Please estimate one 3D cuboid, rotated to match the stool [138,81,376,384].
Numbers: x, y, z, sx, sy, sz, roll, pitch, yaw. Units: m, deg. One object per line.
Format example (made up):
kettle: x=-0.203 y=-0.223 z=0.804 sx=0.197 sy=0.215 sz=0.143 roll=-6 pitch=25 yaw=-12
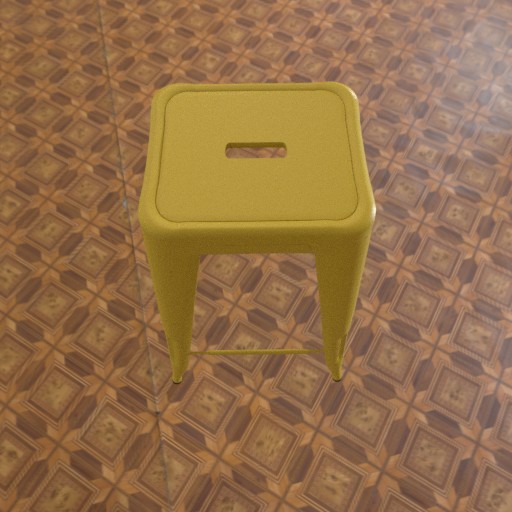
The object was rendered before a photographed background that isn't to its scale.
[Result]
stool: x=0.000 y=0.000 z=0.848 sx=0.399 sy=0.609 sz=0.359 roll=-1 pitch=63 yaw=-1
